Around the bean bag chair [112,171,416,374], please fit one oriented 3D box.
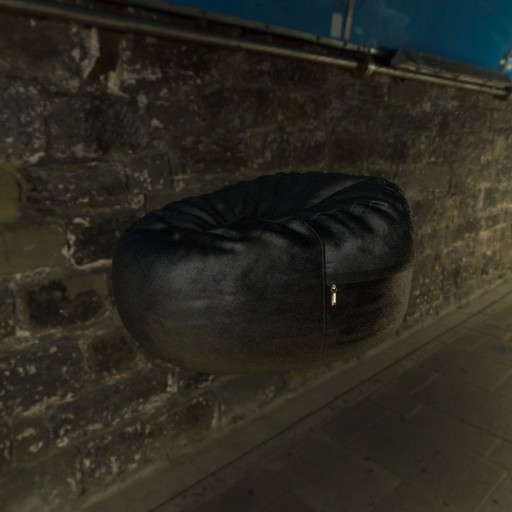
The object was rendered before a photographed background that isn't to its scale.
[{"bbox_3d":[0.000,0.000,2.447,1.524,0.878,1.524,-8,17,-26],"label":"bean bag chair"}]
